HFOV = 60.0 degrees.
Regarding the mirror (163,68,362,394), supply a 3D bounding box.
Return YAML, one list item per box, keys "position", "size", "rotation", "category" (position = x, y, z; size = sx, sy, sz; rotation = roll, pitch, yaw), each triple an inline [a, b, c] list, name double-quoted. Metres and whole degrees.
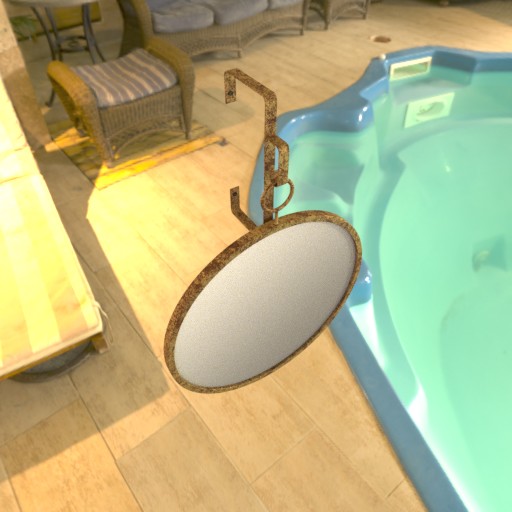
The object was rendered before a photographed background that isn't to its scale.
- position: [0.000, 0.000, 0.831]
  size: [0.447, 0.651, 0.144]
  rotation: [-24, 50, -23]
  category: "mirror"
